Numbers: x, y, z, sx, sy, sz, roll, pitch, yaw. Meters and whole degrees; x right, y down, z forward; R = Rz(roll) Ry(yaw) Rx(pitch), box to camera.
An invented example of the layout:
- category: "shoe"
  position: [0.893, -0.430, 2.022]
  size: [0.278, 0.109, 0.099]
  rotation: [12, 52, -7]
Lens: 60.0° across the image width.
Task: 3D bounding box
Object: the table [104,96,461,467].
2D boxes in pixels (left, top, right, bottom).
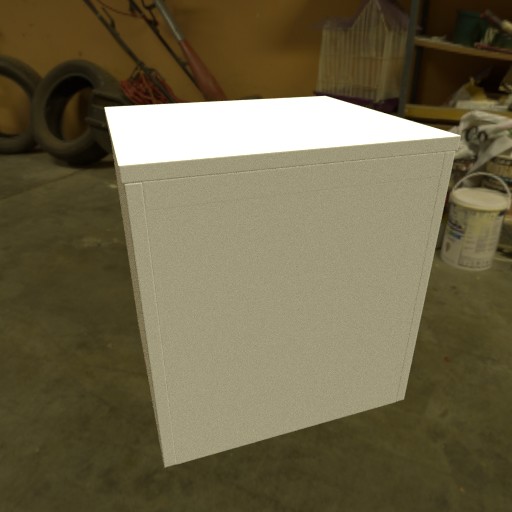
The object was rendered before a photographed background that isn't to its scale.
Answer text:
- category: "table"
  position: [0.000, 0.000, 0.767]
  size: [0.420, 0.460, 0.380]
  rotation: [-9, 29, -17]
